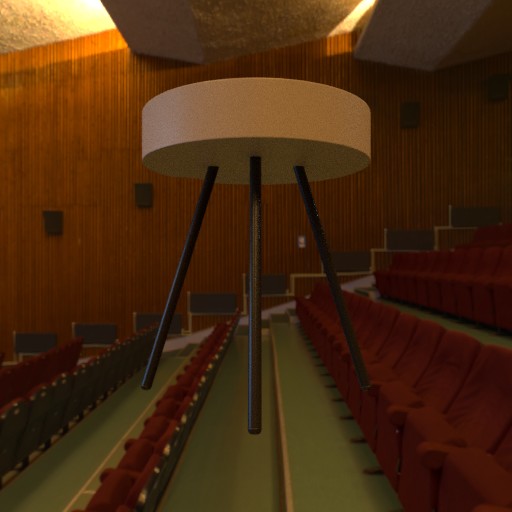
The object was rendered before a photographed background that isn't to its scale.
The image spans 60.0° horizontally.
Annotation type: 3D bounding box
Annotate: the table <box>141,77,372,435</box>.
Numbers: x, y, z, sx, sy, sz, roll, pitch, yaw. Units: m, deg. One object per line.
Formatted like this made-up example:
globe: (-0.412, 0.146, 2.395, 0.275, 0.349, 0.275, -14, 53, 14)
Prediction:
table: (0.000, 0.000, 0.867, 0.450, 0.525, 0.450, 0, 0, 0)
